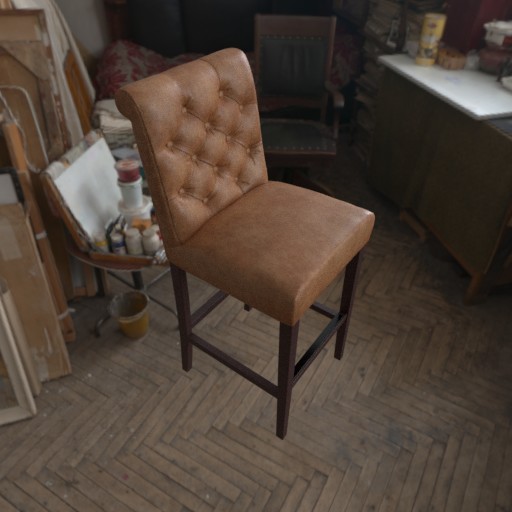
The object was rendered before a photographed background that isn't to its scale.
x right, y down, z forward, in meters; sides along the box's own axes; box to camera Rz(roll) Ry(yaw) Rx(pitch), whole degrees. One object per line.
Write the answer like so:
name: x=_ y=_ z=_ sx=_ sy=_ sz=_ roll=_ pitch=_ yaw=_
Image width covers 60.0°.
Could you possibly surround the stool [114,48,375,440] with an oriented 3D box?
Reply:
stool: x=0.000 y=0.000 z=1.486 sx=0.601 sy=1.140 sz=0.493 roll=26 pitch=47 yaw=27
